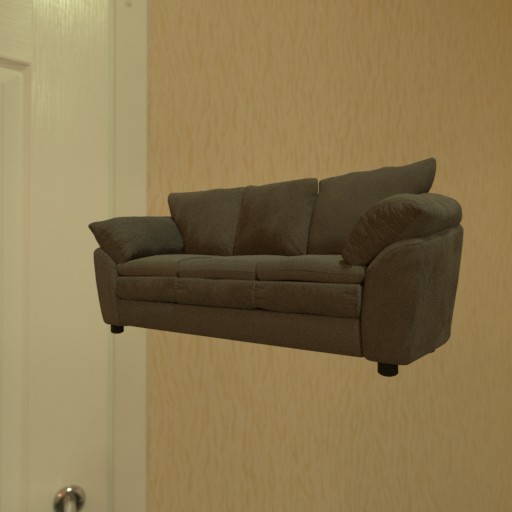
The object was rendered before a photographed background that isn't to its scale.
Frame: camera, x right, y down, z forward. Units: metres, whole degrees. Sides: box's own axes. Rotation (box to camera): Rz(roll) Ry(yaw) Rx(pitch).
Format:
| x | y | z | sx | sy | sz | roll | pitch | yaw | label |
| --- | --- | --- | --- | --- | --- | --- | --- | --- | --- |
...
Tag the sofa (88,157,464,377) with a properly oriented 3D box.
| x | y | z | sx | sy | sz | roll | pitch | yaw | label |
| --- | --- | --- | --- | --- | --- | --- | --- | --- | --- |
| 0.000 | 0.000 | 2.793 | 2.336 | 1.073 | 0.878 | 0 | -1 | 36 | sofa |
